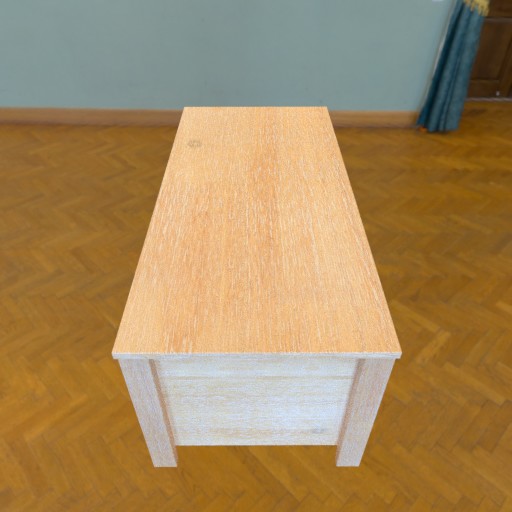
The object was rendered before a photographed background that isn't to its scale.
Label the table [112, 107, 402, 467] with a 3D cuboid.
[{"bbox_3d":[0.000,0.000,1.268,0.483,0.457,1.016,0,41,0],"label":"table"}]
